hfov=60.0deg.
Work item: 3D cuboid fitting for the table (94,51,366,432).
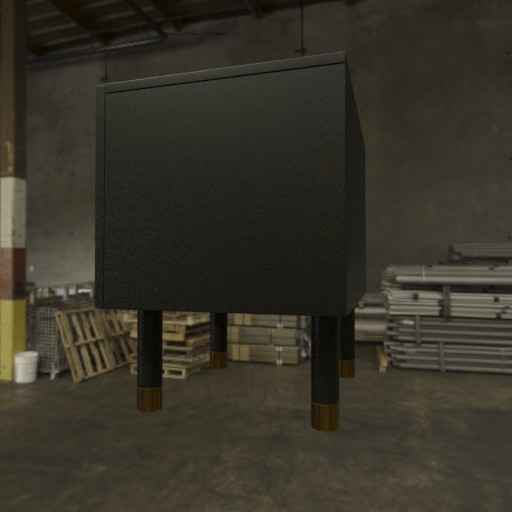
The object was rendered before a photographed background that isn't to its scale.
[{"bbox_3d":[0.000,0.000,0.973,0.441,0.584,0.564,0,-1,17],"label":"table"}]
